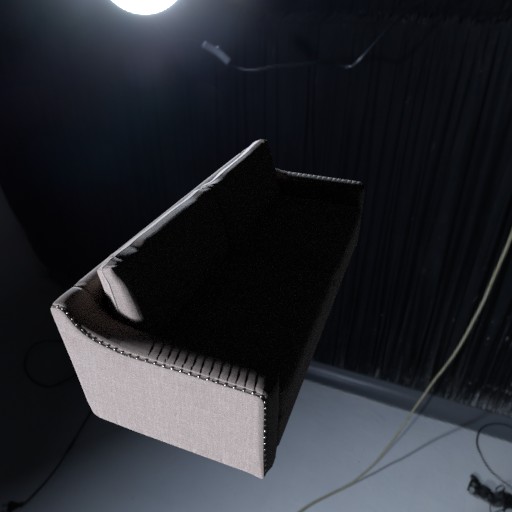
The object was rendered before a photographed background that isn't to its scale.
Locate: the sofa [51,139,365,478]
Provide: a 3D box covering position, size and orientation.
[{"bbox_3d":[0.000,0.000,2.704,1.000,0.857,2.208,11,34,18],"label":"sofa"}]
